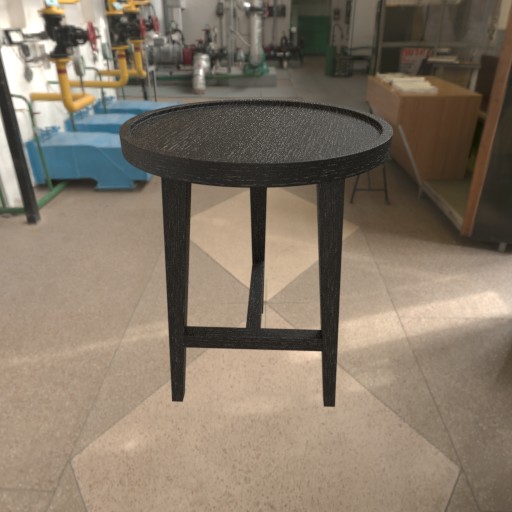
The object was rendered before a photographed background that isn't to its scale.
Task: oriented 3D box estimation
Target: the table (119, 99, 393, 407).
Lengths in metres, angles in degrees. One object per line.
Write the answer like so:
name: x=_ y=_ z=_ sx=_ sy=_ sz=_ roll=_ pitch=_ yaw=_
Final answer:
table: x=0.000 y=0.000 z=0.780 sx=0.399 sy=0.460 sz=0.399 roll=0 pitch=29 yaw=0
